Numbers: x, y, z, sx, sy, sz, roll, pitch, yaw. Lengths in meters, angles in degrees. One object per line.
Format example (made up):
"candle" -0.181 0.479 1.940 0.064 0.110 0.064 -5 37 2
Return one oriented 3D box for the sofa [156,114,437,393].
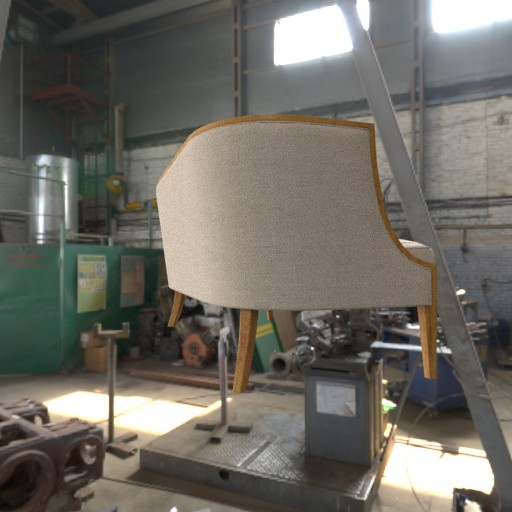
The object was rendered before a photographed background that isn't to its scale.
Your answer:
"sofa" 0.000 0.000 1.953 0.770 0.775 1.474 0 -1 -19
